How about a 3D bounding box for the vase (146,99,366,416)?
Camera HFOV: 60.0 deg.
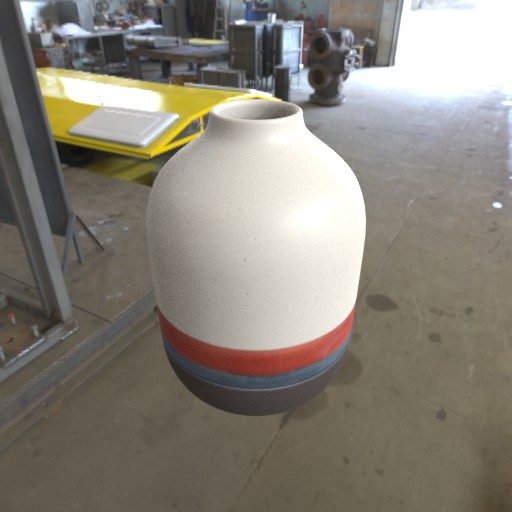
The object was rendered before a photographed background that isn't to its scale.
[{"bbox_3d":[0.000,0.000,0.366,0.169,0.237,0.169,0,31,0],"label":"vase"}]
